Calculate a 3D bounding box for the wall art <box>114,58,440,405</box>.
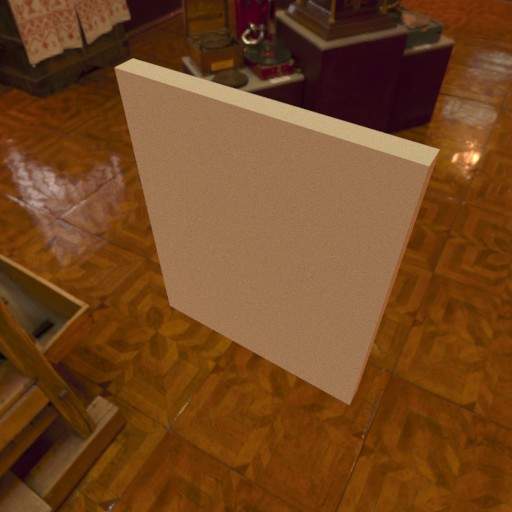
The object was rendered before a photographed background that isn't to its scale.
[{"bbox_3d":[0.000,0.000,0.755,0.451,0.553,0.039,25,51,22],"label":"wall art"}]
